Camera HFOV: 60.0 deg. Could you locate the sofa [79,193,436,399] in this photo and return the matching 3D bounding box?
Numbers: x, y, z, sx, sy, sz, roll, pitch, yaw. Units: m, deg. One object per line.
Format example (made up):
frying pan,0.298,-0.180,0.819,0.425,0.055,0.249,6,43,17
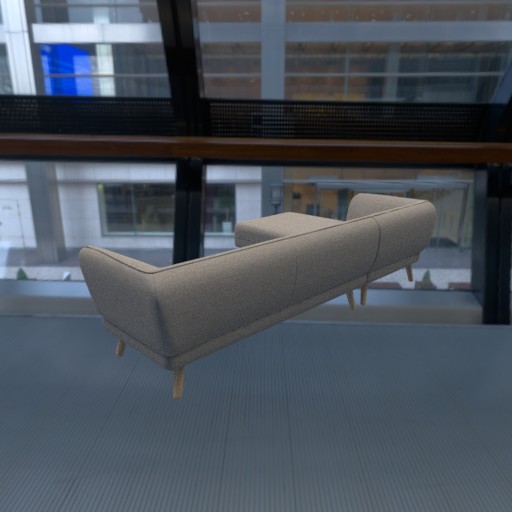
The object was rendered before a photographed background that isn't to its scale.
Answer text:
sofa,0.000,0.000,3.291,2.653,0.693,1.532,-16,23,-42
